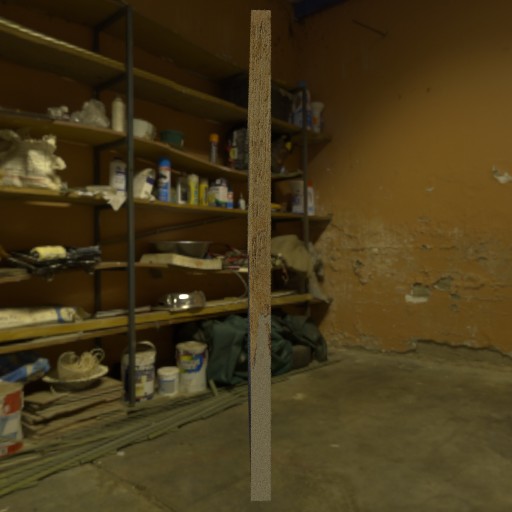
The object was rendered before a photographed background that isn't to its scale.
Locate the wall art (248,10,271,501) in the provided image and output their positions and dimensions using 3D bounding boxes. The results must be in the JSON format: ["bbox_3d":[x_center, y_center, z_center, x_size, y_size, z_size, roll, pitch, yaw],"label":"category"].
[{"bbox_3d":[0.000,0.000,0.783,0.026,0.613,0.458,0,0,-2],"label":"wall art"}]
